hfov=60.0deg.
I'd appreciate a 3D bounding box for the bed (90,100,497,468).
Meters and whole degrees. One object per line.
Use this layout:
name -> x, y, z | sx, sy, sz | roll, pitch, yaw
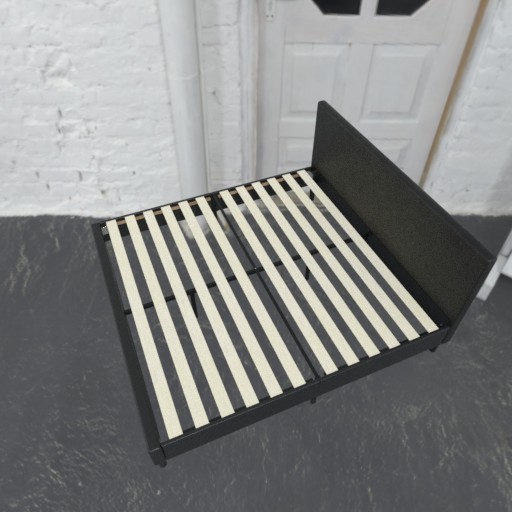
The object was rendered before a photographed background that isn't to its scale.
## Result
bed -> 0.000, 0.000, 3.252 | 2.152, 1.046, 2.018 | -17, 49, -16
